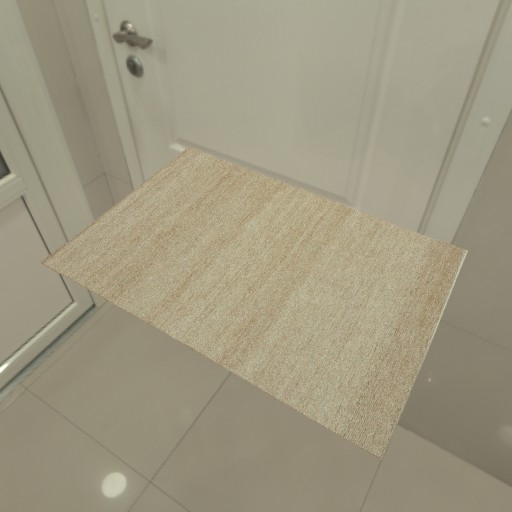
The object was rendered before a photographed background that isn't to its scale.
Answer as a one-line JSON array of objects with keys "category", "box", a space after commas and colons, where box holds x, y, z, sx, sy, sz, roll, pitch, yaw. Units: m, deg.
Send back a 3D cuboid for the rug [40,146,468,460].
[{"category": "rug", "box": [0.000, 0.000, 2.906, 2.346, 0.029, 1.574, 24, 51, 21]}]
